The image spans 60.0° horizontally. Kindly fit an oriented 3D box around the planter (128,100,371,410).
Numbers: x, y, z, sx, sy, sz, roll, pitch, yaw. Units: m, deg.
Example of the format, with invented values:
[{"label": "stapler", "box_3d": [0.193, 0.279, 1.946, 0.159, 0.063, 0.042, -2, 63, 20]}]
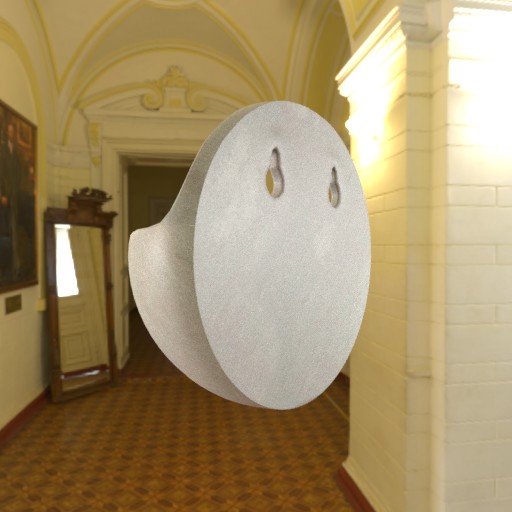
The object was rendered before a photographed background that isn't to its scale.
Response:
[{"label": "planter", "box_3d": [0.000, 0.000, 0.266, 0.073, 0.164, 0.190, 0, 1, 37]}]
